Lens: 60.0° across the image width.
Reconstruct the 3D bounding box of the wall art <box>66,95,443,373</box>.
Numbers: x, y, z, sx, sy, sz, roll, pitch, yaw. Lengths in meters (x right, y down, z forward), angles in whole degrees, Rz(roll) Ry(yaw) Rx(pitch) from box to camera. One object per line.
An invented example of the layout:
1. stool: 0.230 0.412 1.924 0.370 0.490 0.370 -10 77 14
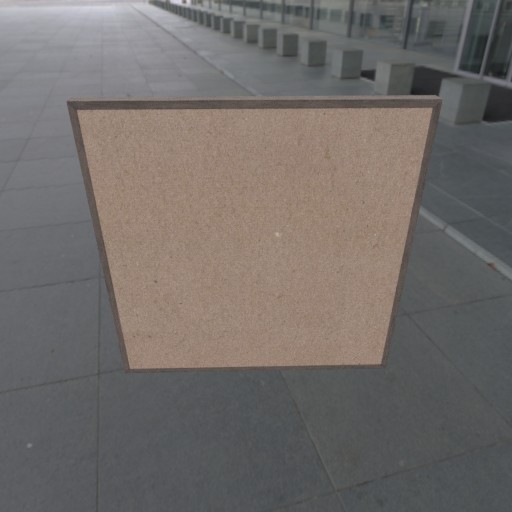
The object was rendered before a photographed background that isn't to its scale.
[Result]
1. wall art: 0.000 0.000 1.112 0.762 0.762 0.038 -1 31 -1
